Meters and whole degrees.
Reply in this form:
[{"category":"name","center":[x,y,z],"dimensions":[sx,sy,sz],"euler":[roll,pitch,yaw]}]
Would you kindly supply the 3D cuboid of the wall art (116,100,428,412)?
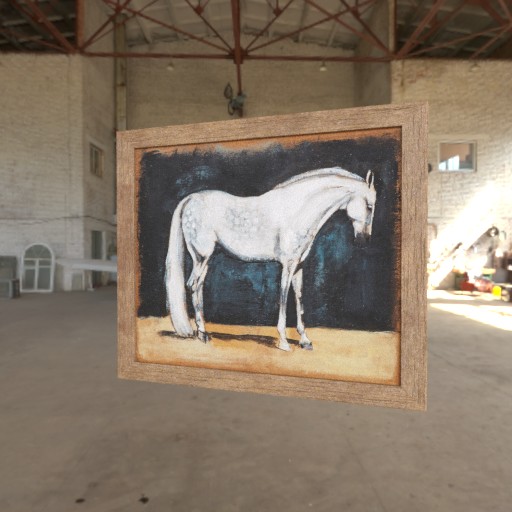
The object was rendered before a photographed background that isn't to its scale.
[{"category":"wall art","center":[0.000,0.000,0.956],"dimensions":[0.690,0.588,0.026],"euler":[0,1,19]}]
